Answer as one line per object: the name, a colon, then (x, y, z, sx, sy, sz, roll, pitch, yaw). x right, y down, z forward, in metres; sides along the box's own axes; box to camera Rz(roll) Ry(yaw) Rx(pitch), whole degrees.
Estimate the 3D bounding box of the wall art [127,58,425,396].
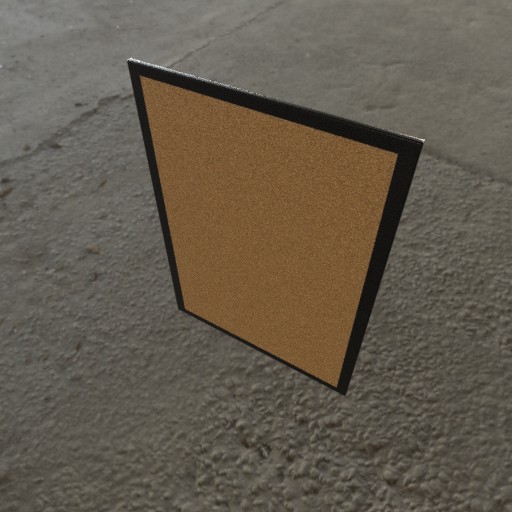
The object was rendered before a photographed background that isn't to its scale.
wall art: (0.000, 0.000, 1.274, 0.707, 0.967, 0.013, 23, 50, 21)
